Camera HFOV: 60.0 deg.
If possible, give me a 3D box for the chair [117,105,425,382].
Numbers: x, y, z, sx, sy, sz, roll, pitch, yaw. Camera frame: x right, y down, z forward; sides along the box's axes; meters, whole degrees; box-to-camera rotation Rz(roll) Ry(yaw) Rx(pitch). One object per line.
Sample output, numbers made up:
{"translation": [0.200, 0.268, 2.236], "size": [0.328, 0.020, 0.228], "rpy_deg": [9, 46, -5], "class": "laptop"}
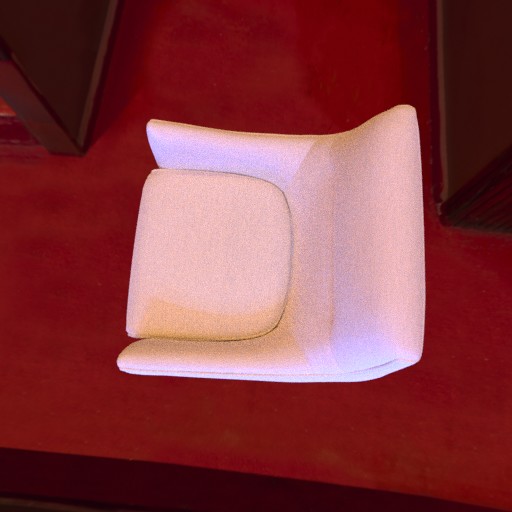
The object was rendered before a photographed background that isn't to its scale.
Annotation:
{"translation": [0.000, 0.000, 1.402], "size": [0.787, 0.838, 0.762], "rpy_deg": [3, 76, 1], "class": "chair"}
